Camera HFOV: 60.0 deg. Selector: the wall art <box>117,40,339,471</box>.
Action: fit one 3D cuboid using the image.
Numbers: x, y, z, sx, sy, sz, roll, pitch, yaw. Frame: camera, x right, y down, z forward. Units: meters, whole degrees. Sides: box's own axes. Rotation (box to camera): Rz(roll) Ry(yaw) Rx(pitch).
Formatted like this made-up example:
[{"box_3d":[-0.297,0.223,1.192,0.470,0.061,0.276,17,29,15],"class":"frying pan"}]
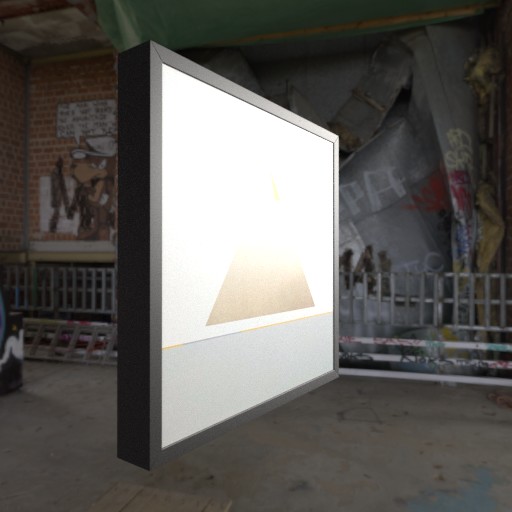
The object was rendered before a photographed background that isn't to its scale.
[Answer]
[{"box_3d":[0.000,0.000,0.445,0.037,0.303,0.304,0,0,36],"class":"wall art"}]
